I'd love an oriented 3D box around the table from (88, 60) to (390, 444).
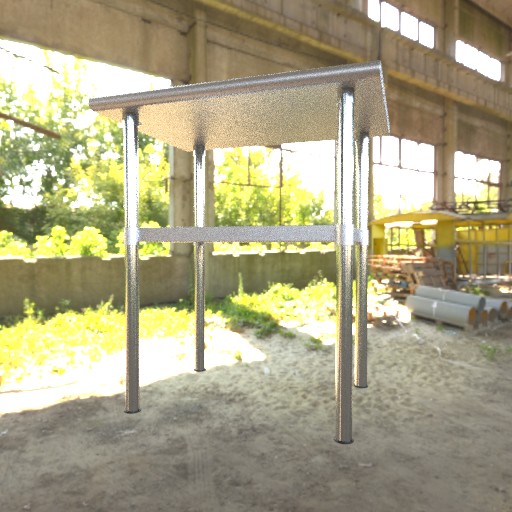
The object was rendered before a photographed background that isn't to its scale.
[{"bbox_3d":[0.000,0.000,1.363,0.762,0.876,0.584,0,1,19],"label":"table"}]
